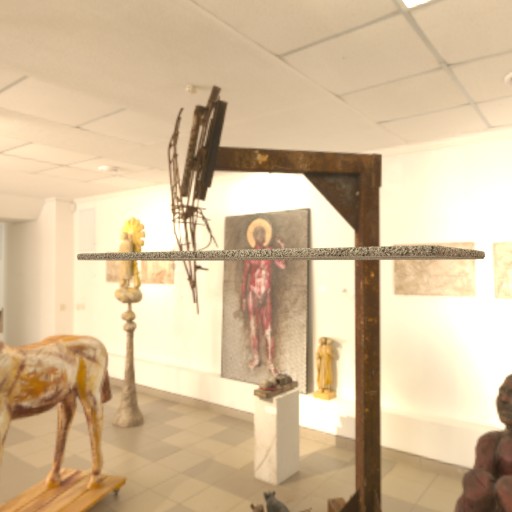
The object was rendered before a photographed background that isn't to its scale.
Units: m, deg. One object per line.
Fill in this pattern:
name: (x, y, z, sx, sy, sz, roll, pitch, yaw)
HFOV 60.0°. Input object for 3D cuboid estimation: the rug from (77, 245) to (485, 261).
rug: (0.000, 0.000, 1.737, 1.524, 0.030, 0.609, -1, -1, 37)
